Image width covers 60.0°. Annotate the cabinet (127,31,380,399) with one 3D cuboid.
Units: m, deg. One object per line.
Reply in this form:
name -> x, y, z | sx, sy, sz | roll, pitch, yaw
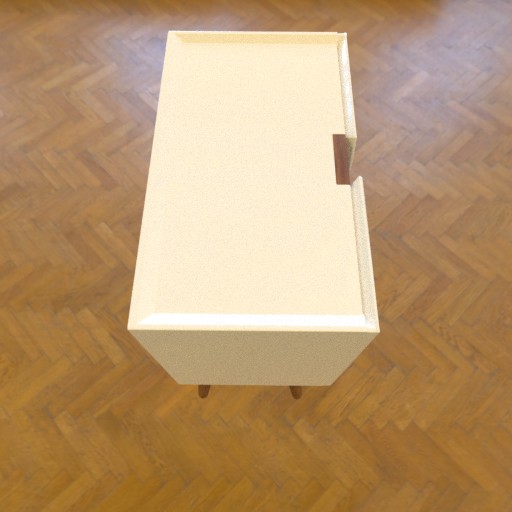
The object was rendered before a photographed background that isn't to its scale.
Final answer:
cabinet -> 0.000, 0.000, 1.074 | 0.344, 0.772, 0.591 | 1, 65, 0
